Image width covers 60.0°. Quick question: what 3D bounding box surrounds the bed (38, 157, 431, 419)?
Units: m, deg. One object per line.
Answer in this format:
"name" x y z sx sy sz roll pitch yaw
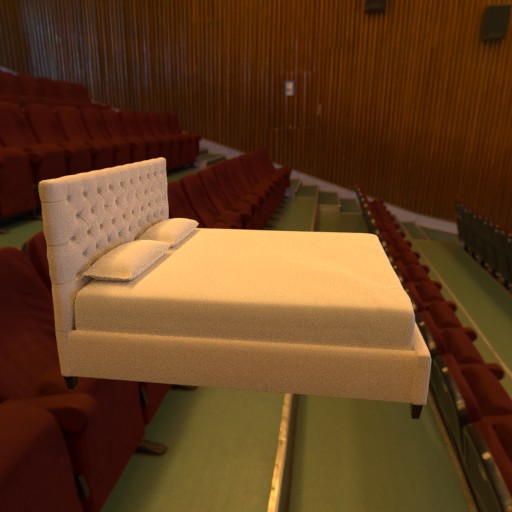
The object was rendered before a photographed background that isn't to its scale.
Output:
"bed" 0.000 0.000 3.639 2.387 1.427 2.078 2 17 8
